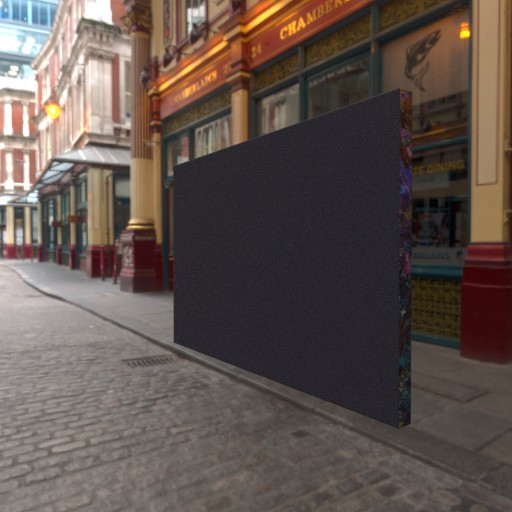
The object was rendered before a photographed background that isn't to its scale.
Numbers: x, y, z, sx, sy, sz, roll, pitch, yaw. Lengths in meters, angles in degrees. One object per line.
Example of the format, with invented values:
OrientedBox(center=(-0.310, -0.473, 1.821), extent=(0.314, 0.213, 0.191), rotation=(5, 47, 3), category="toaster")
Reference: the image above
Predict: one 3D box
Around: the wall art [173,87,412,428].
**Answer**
OrientedBox(center=(0.000, 0.000, 1.162), extent=(0.037, 0.604, 0.908), rotation=(-1, 1, -36), category="wall art")
